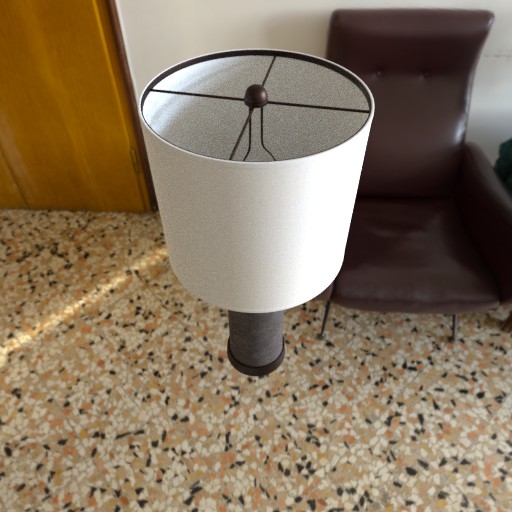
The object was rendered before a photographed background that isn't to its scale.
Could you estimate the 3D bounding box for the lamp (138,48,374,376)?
[{"bbox_3d":[0.000,0.000,0.791,0.301,0.630,0.301,-25,52,-22],"label":"lamp"}]
